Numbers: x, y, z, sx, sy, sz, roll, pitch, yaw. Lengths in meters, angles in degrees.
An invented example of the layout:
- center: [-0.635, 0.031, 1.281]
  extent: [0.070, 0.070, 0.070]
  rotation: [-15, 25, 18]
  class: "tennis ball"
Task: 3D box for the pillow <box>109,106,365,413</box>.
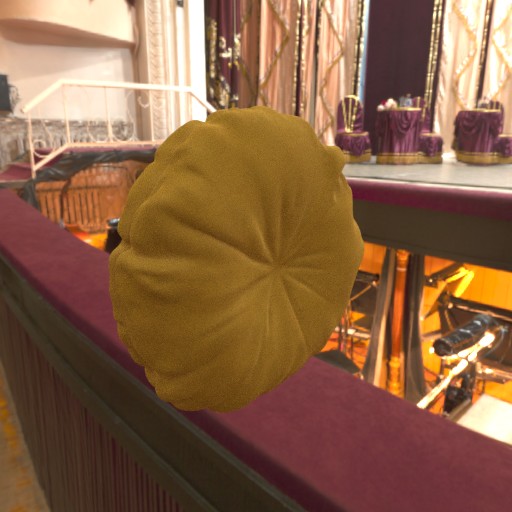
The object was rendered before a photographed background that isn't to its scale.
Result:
- center: [0.000, 0.000, 0.634]
  extent: [0.428, 0.407, 0.148]
  rotation: [-14, 20, -42]
  class: "pillow"
